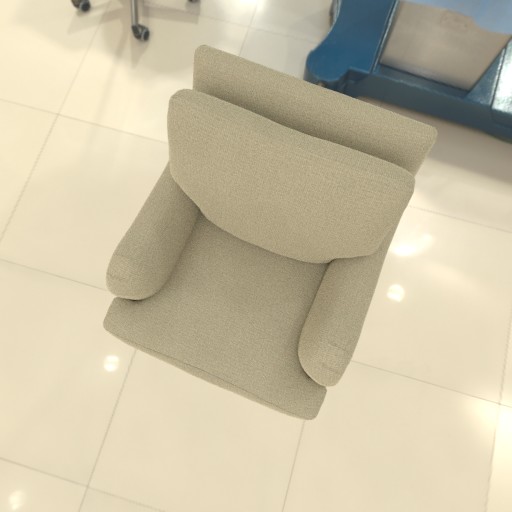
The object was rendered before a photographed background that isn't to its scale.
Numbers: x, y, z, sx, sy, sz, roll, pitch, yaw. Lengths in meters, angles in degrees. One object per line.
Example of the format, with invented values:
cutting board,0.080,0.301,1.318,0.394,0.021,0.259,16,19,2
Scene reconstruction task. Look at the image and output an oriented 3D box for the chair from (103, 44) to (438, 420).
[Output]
chair,0.000,0.000,1.828,0.955,1.038,1.070,22,76,6
